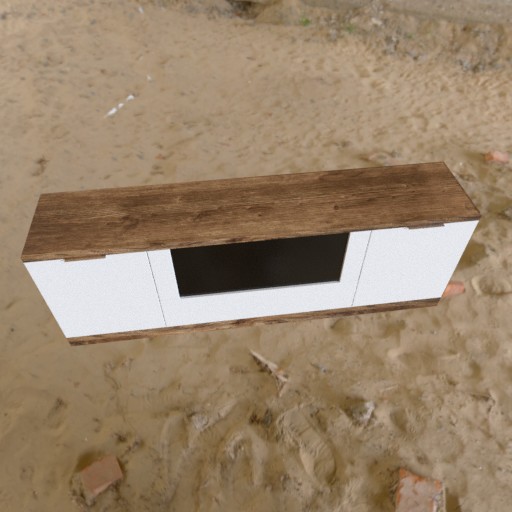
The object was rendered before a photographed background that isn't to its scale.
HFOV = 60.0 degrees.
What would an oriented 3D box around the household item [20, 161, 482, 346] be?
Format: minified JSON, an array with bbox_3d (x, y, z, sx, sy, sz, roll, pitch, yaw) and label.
[{"bbox_3d":[0.000,0.000,2.060,1.800,0.615,0.390,-5,47,-5],"label":"household item"}]
